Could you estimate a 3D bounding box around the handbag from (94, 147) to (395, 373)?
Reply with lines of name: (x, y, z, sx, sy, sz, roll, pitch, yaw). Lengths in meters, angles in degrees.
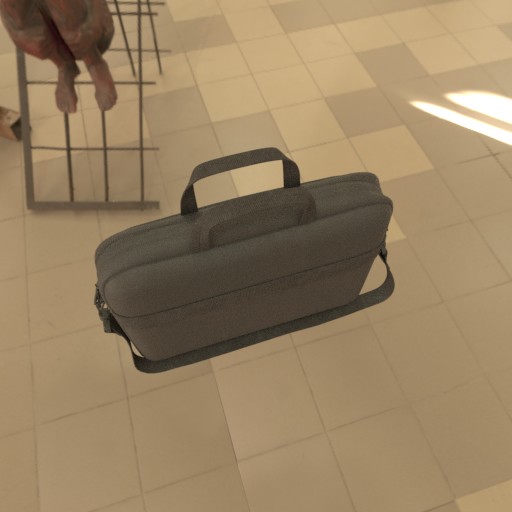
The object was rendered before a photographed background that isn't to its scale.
handbag: (0.000, 0.000, 0.435, 0.320, 0.244, 0.089, -15, 60, -9)
